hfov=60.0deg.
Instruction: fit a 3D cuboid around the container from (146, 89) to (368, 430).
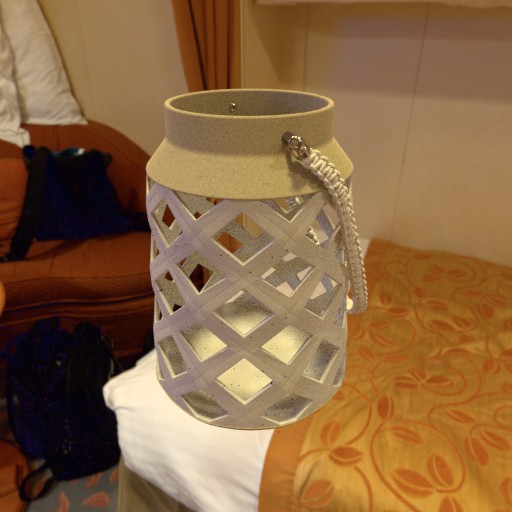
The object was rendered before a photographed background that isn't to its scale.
[{"bbox_3d":[0.000,0.000,0.393,0.198,0.264,0.188,-10,30,-17],"label":"container"}]
